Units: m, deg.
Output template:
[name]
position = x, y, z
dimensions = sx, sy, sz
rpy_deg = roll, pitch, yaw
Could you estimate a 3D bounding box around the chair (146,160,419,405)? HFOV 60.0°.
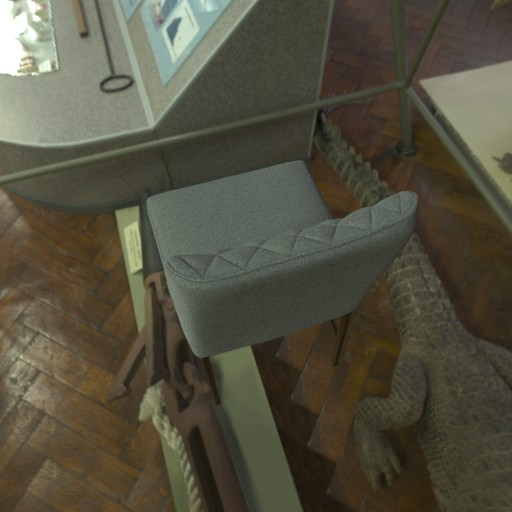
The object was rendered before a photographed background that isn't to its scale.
[chair]
position = 0.000, 0.000, 1.212
dimensions = 0.508, 0.889, 0.587
rpy_deg = -15, 59, -9
